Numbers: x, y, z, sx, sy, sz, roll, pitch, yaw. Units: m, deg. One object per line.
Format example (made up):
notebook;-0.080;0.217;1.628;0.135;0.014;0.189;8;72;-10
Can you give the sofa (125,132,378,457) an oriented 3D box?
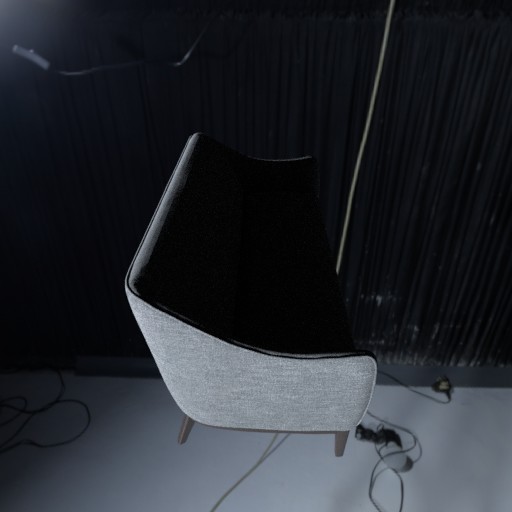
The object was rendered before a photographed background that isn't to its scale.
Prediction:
sofa;0.000;0.000;2.351;0.867;0.829;1.928;0;32;1
